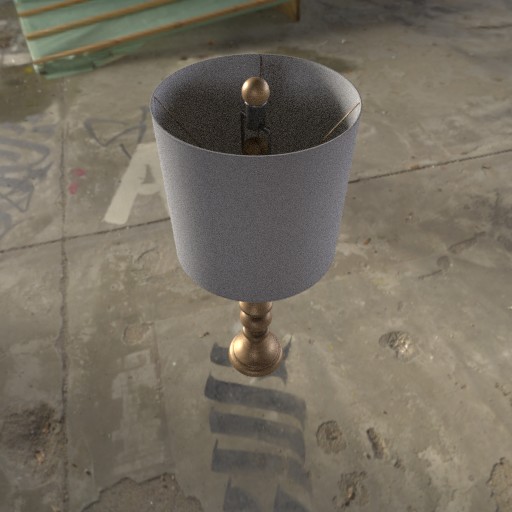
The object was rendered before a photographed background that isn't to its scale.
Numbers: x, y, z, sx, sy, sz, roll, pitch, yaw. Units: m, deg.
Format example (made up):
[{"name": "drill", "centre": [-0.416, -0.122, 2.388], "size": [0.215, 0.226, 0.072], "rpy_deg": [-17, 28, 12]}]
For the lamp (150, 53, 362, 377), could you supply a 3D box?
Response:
[{"name": "lamp", "centre": [0.000, 0.000, 0.729], "size": [0.250, 0.597, 0.250], "rpy_deg": [2, 47, 2]}]
